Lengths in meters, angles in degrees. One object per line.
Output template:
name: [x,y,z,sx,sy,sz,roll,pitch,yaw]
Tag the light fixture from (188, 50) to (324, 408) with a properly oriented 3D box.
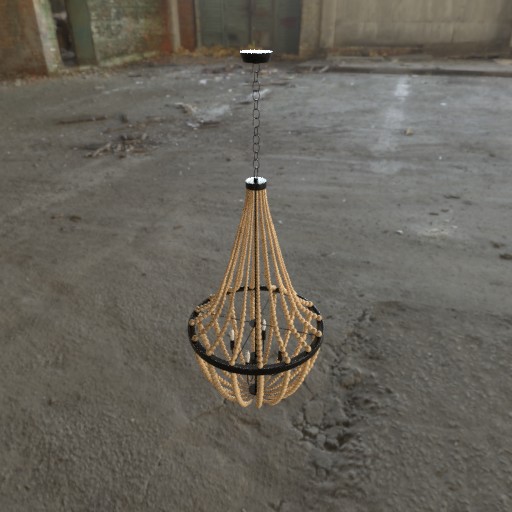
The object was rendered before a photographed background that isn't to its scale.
light fixture: [0.000,0.000,1.349,0.450,1.133,0.450,0,29,0]
